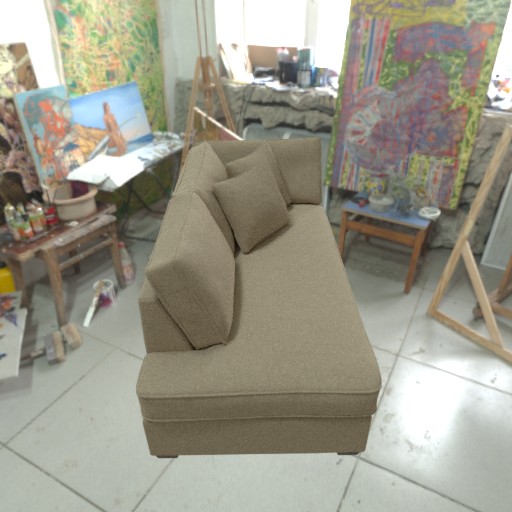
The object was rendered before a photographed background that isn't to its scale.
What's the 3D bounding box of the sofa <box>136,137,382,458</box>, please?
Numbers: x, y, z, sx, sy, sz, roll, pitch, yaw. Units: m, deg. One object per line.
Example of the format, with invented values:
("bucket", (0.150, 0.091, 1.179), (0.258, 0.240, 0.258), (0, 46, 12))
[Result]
("sofa", (0.000, 0.000, 2.841), (1.110, 1.033, 2.237), (0, 32, -1))
